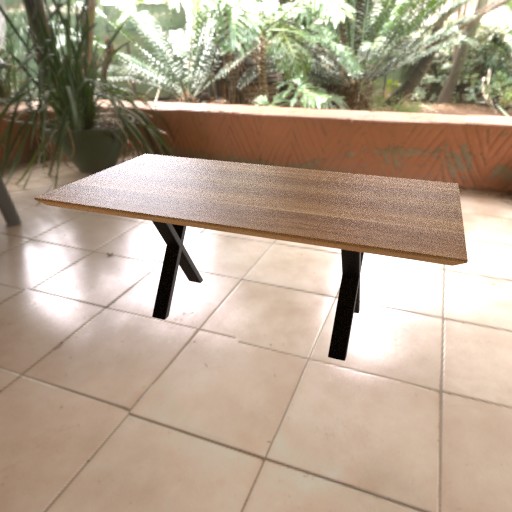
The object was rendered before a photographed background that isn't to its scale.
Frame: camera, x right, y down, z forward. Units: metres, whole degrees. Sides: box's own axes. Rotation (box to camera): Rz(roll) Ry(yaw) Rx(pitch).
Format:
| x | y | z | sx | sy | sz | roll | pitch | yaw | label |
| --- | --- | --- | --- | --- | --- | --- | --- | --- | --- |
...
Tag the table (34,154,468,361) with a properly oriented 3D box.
| x | y | z | sx | sy | sz | roll | pitch | yaw | label |
| --- | --- | --- | --- | --- | --- | --- | --- | --- | --- |
| 0.000 | 0.000 | 2.498 | 2.000 | 0.770 | 1.000 | 9 | 28 | 18 | table |
